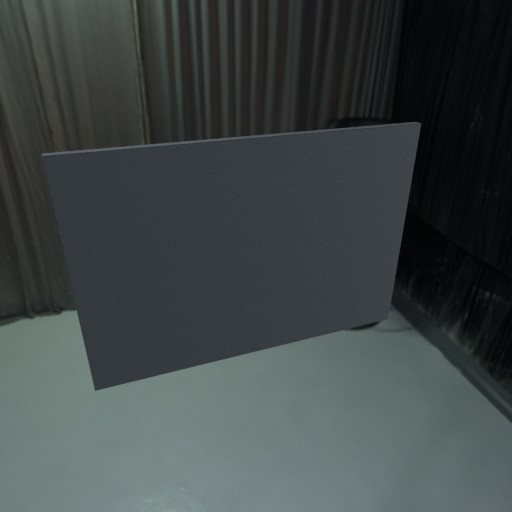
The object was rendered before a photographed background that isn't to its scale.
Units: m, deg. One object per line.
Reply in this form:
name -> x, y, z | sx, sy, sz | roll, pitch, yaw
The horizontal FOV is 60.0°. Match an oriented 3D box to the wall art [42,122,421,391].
wall art -> 0.000, 0.000, 1.237 | 0.964, 0.659, 0.049 | -9, 29, -17
